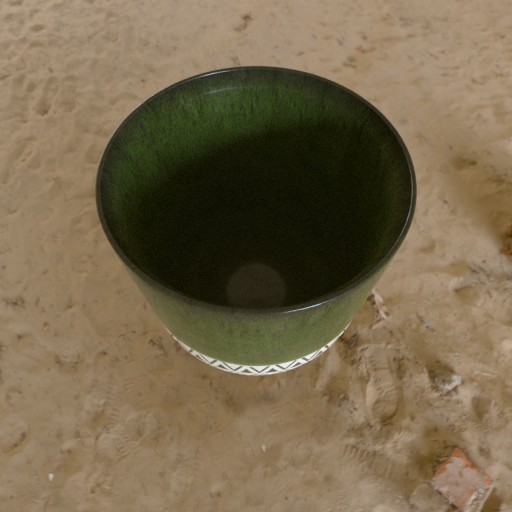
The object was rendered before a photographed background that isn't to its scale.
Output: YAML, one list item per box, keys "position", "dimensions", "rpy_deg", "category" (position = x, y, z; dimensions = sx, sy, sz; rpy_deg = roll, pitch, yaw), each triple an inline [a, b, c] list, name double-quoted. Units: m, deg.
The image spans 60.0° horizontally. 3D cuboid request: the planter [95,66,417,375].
- position: [0.000, 0.000, 0.458]
  dimensions: [0.245, 0.270, 0.245]
  rpy_deg: [0, 59, 0]
  category: "planter"
